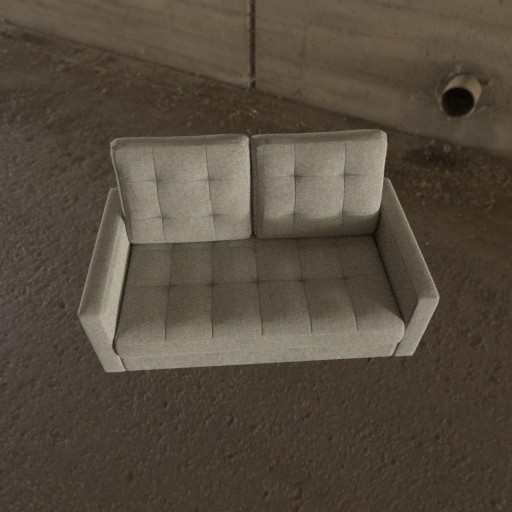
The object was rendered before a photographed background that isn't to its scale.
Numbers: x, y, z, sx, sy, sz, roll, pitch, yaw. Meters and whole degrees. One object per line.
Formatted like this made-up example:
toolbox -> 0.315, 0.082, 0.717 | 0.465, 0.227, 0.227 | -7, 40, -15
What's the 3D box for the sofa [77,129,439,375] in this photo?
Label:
sofa -> 0.000, 0.000, 2.037 | 1.407, 0.907, 0.842 | -3, 47, -2
